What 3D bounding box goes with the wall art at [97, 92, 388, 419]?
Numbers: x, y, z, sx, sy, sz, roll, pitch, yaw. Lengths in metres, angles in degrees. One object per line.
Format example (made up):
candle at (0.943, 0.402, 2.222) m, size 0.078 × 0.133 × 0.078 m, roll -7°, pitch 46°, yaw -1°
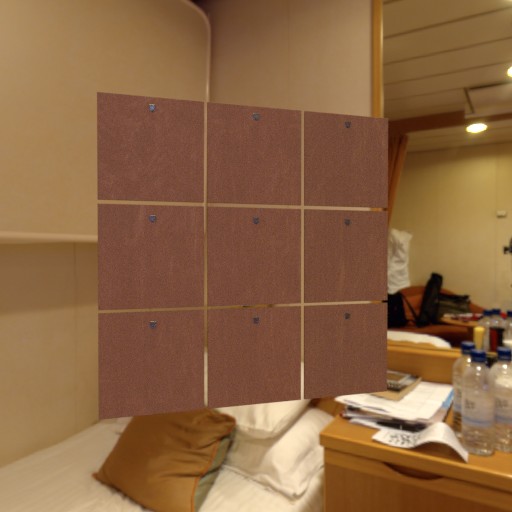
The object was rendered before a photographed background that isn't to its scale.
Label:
wall art at (0.000, 0.000, 2.266) m, size 1.526 × 1.522 × 0.023 m, roll 0°, pitch 1°, yaw -16°
